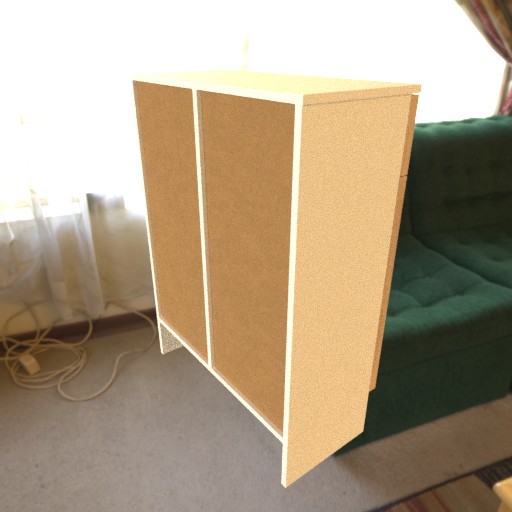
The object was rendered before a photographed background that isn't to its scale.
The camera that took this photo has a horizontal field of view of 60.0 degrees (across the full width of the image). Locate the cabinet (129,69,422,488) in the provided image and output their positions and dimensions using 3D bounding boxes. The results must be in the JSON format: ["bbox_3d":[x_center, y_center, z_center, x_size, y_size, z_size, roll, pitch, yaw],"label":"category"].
[{"bbox_3d":[0.000,0.000,1.090,0.296,0.815,0.600,-18,31,-33],"label":"cabinet"}]
